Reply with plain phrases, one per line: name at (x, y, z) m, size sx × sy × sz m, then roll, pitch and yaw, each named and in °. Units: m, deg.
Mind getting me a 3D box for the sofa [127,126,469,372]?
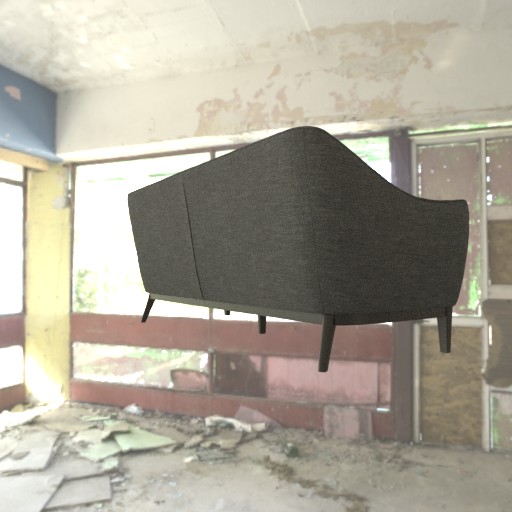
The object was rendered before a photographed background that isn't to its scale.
sofa at (0.000, 0.000, 2.361) m, size 0.867 × 0.829 × 1.928 m, roll 1°, pitch -2°, yaw -35°
